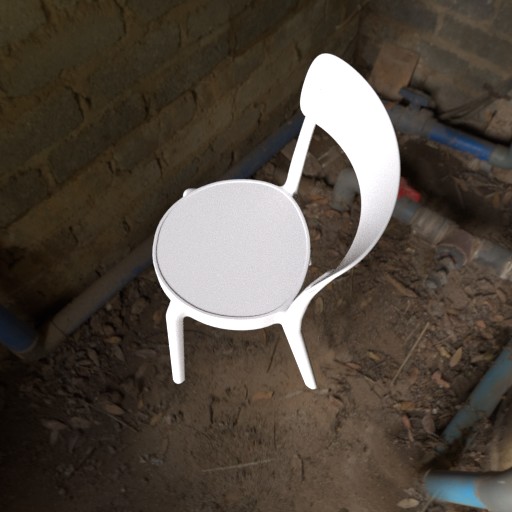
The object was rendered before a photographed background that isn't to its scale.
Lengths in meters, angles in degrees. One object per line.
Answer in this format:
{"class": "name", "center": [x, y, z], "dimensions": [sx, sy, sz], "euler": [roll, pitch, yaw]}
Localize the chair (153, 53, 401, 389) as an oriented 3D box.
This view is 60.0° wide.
{"class": "chair", "center": [0.000, 0.000, 1.103], "dimensions": [0.491, 0.790, 0.506], "euler": [2, 60, 1]}
